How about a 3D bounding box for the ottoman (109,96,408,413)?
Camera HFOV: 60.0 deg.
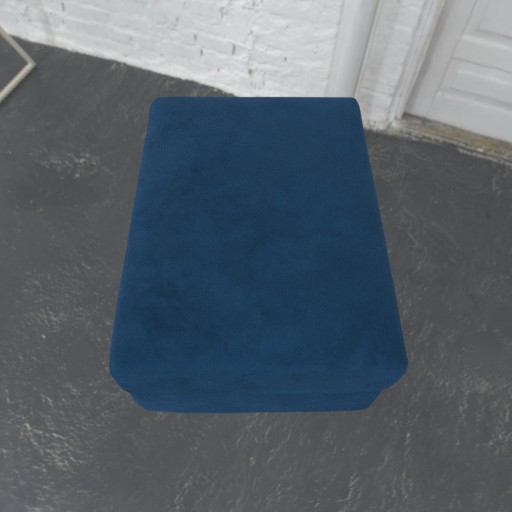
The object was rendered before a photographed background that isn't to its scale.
[{"bbox_3d":[0.000,0.000,1.164,0.572,0.503,0.773,0,59,0],"label":"ottoman"}]
